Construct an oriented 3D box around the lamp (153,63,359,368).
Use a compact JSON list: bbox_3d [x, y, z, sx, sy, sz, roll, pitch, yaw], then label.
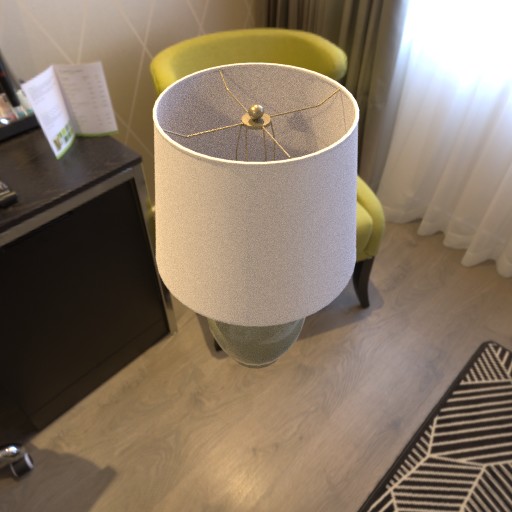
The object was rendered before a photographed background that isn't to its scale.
[{"bbox_3d":[0.000,0.000,0.551,0.239,0.399,0.239,0,46,0],"label":"lamp"}]
